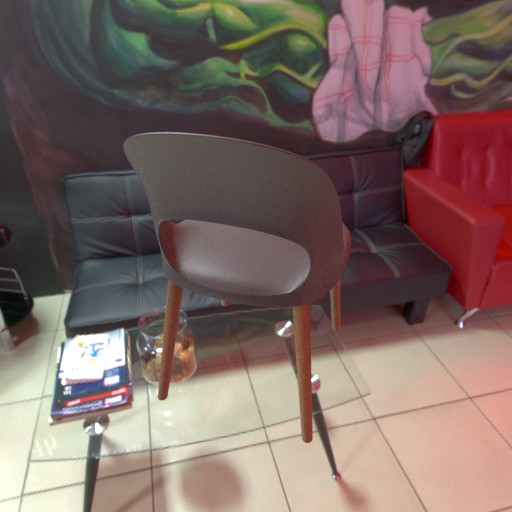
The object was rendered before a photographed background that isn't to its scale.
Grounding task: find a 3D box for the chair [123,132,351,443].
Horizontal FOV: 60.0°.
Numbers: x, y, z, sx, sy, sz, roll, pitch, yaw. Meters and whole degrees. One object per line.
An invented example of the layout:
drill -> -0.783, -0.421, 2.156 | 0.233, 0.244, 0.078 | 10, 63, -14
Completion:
chair -> 0.000, 0.000, 1.172 | 0.470, 0.795, 0.556 | 10, 33, 16
